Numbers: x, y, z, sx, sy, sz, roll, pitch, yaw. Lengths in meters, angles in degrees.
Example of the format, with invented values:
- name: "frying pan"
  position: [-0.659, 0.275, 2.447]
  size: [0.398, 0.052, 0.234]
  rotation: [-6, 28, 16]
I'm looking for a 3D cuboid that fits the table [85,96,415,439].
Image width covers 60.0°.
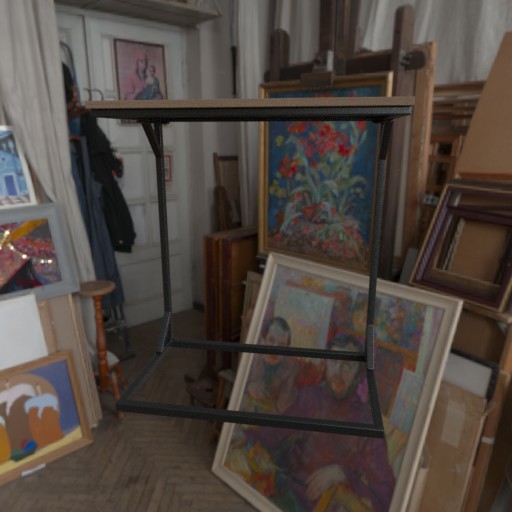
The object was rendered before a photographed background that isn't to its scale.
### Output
- name: "table"
  position: [0.000, 0.000, 1.043]
  size: [0.597, 0.673, 0.351]
  rotation: [2, 15, 9]
